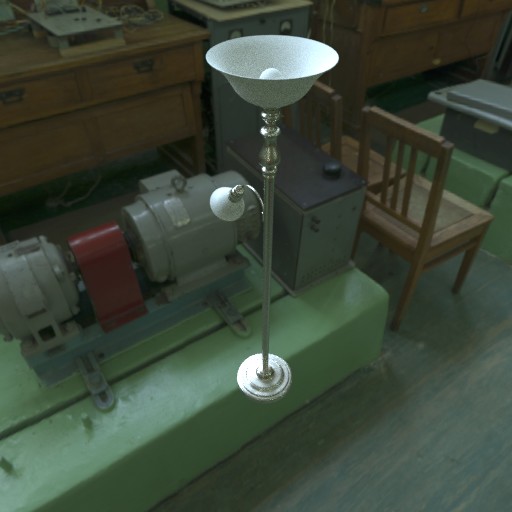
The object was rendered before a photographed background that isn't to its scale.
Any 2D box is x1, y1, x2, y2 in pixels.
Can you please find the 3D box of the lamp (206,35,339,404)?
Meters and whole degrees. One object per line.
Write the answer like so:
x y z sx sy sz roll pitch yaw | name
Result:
0.000 0.000 2.009 0.405 1.785 0.575 -26 48 -26 | lamp
